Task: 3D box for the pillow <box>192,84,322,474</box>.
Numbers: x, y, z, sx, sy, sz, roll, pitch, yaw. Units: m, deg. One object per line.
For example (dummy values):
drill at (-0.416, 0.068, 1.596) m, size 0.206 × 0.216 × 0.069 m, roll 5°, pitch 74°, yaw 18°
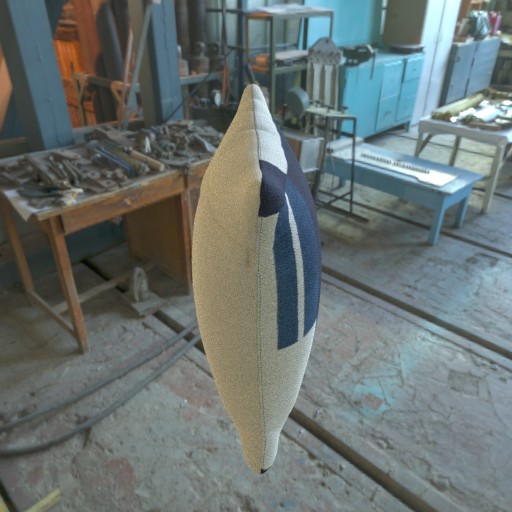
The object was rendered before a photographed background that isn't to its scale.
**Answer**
pillow at (0.000, 0.000, 0.806) m, size 0.229 × 0.506 × 0.536 m, roll -1°, pitch 32°, yaw -1°
